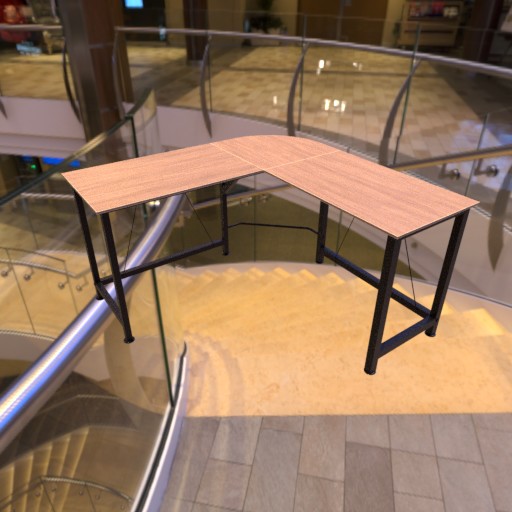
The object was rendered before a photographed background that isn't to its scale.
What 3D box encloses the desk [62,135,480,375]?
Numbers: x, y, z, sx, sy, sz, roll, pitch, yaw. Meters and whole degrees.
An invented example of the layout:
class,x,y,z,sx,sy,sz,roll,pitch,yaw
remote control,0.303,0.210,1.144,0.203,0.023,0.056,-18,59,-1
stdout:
class,x,y,z,sx,sy,sz,roll,pitch,yaw
desk,0.000,0.000,2.276,1.400,0.762,1.400,-20,37,-29
